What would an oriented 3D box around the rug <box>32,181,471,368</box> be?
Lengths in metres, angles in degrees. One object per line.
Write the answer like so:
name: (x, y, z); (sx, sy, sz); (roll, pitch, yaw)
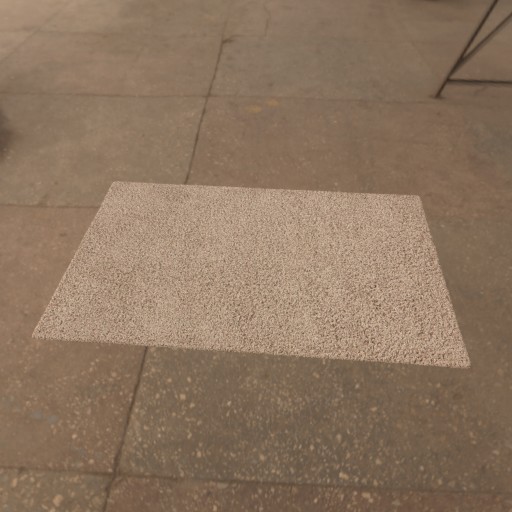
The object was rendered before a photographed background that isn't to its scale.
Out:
rug: (0.000, 0.000, 2.984); (2.438, 0.030, 1.524); (3, 45, 3)
